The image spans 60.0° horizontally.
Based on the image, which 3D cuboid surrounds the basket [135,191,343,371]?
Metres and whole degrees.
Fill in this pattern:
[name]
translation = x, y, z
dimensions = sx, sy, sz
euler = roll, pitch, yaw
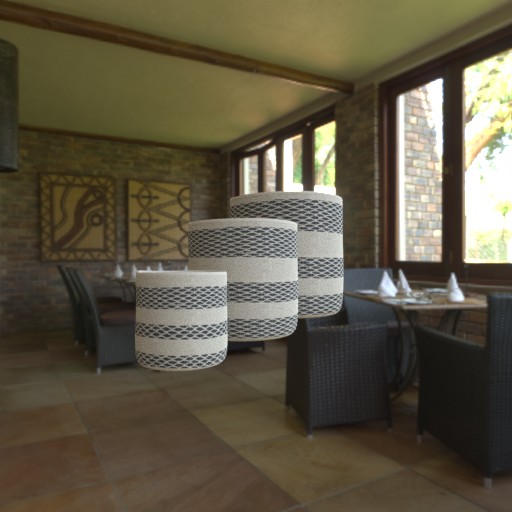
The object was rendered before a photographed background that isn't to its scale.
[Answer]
[basket]
translation = 0.000, 0.000, 1.108
dimensions = 0.351, 0.356, 0.917
euler = 0, 0, 19
